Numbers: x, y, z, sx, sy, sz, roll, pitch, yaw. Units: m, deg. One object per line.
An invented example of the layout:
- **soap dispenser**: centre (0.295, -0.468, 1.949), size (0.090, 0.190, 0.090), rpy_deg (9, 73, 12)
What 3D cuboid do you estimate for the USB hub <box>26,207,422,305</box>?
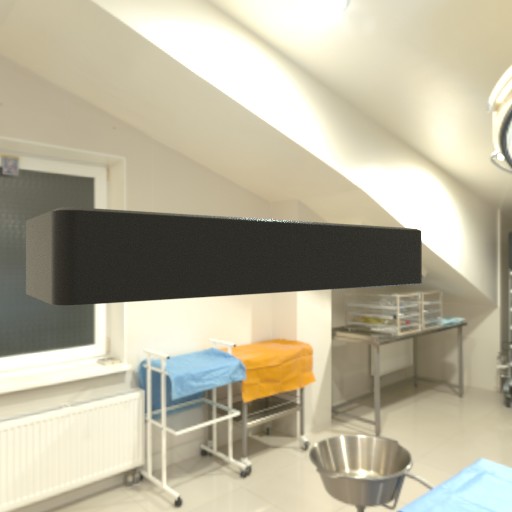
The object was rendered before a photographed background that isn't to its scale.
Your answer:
- **USB hub**: centre (0.000, 0.000, 0.161), size (0.145, 0.023, 0.044), rpy_deg (0, 0, -36)
